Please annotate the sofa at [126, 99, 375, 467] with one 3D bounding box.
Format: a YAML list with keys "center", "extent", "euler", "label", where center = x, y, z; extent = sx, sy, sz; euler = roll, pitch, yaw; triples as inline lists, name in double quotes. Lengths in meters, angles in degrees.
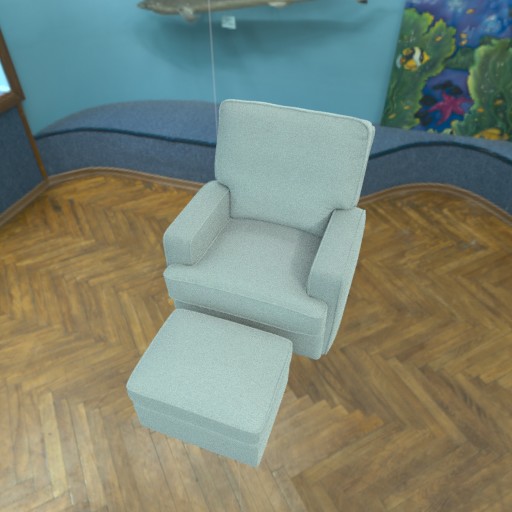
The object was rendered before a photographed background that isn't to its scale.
- center: [0.000, 0.000, 2.026]
  extent: [0.861, 0.959, 1.472]
  euler: [14, 44, 14]
  label: "sofa"
